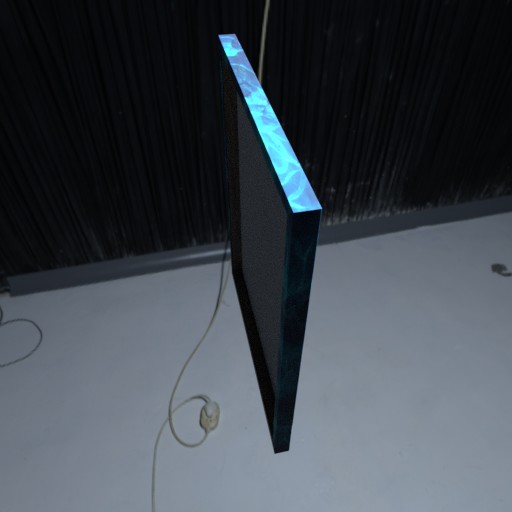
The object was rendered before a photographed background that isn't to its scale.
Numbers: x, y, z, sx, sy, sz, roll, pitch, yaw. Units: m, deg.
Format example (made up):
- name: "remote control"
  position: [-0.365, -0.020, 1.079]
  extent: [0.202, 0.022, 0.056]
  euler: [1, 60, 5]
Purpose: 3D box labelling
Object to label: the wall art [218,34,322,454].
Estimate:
- name: "wall art"
  position: [0.000, 0.000, 1.020]
  extent: [0.038, 0.760, 0.609]
  euler: [-9, 46, -8]
